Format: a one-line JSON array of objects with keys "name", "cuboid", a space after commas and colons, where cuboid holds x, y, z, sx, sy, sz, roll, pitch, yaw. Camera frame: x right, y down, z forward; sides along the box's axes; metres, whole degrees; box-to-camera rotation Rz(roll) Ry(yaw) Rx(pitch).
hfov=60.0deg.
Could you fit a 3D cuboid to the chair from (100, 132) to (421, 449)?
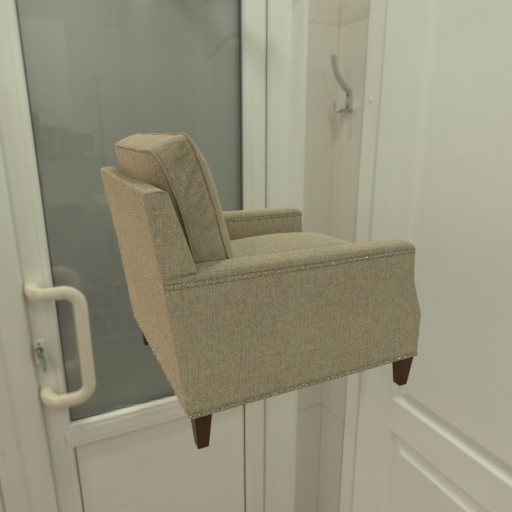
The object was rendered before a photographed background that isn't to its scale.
[{"name": "chair", "cuboid": [0.000, 0.000, 1.750, 1.014, 0.943, 0.853, -8, 18, -25]}]
